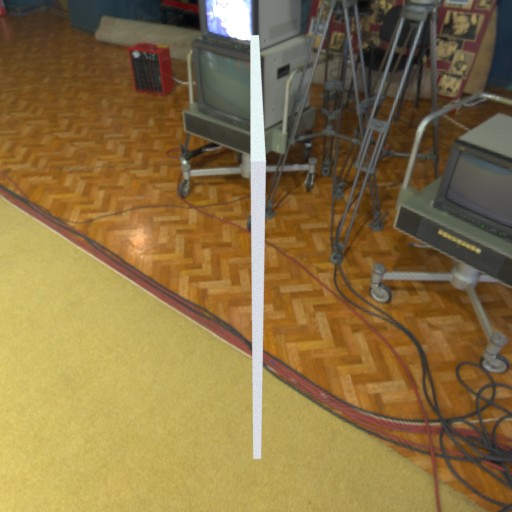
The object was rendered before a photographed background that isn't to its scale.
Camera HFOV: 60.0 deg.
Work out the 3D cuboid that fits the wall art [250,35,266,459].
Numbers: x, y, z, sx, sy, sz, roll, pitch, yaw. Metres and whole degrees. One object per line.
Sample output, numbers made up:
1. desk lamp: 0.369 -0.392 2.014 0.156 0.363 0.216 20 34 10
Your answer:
1. wall art: 0.000 0.000 0.684 0.013 0.533 0.381 0 41 0
